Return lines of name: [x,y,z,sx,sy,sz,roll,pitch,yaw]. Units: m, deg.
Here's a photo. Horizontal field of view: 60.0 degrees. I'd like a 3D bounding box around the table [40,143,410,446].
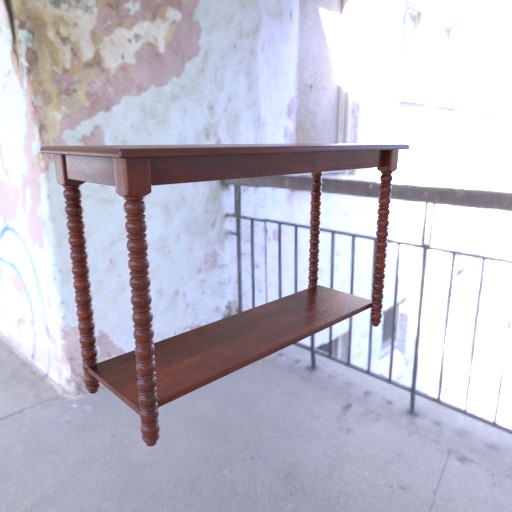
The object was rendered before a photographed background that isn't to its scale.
table: [0.000,0.000,1.521,1.184,0.740,0.459,-14,20,-42]
